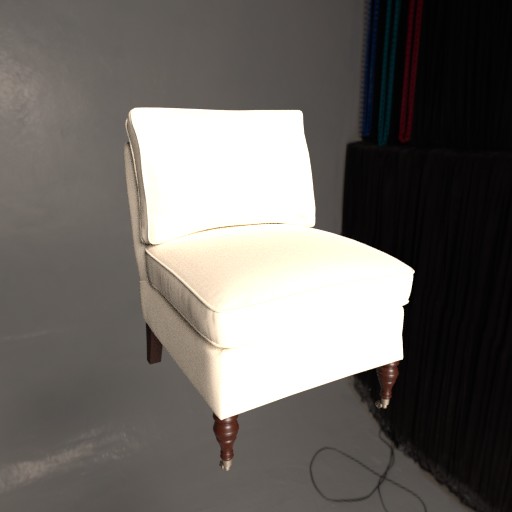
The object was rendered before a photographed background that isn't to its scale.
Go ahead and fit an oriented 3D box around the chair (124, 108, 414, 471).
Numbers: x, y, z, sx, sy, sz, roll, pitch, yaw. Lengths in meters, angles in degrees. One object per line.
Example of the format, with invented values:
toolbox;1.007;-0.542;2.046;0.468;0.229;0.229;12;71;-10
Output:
chair;0.000;0.000;1.387;0.630;0.887;0.781;-9;19;-27
